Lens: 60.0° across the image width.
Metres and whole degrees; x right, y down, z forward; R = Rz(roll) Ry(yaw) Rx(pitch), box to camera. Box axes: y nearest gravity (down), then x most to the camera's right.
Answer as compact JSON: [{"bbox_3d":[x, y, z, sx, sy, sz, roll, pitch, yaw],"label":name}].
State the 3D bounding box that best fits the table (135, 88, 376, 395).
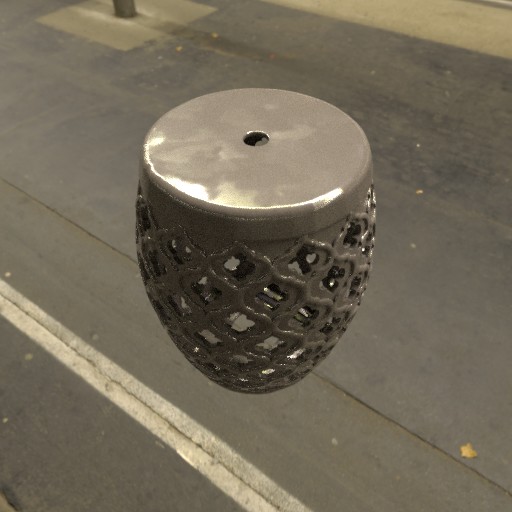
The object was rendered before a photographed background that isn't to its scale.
[{"bbox_3d":[0.000,0.000,0.644,0.325,0.388,0.325,0,47,0],"label":"table"}]
